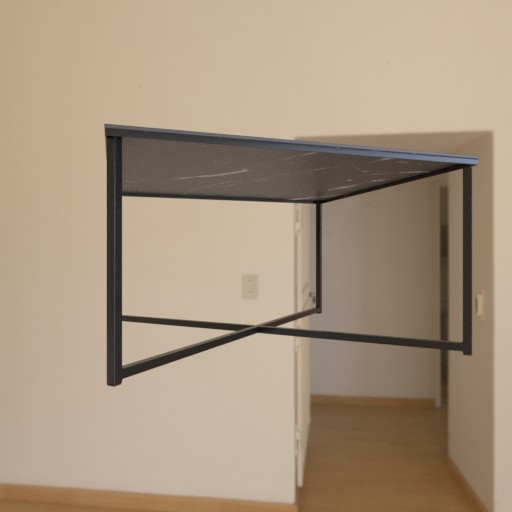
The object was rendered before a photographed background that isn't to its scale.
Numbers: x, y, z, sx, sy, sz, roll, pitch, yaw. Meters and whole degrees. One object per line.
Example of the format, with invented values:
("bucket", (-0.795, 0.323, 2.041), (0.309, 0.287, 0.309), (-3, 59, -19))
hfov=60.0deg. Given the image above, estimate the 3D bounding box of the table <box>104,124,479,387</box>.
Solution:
("table", (0.000, 0.000, 1.256), (0.800, 0.450, 0.800), (0, 0, -18))
